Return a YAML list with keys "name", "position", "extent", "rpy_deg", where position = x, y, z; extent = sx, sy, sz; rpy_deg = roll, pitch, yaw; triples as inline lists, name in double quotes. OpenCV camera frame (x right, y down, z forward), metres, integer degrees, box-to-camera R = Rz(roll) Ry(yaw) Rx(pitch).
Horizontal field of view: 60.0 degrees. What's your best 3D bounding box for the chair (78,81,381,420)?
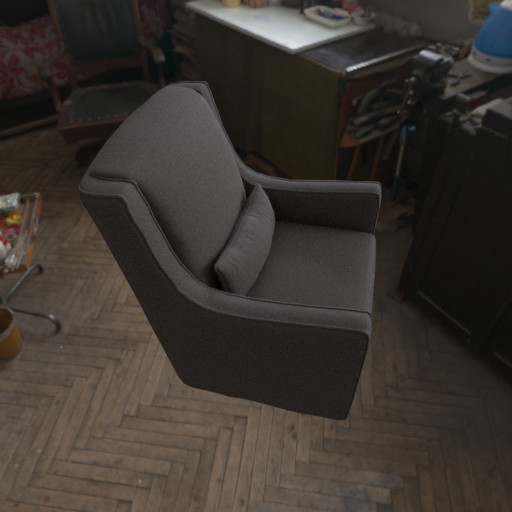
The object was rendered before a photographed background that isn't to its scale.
- name: "chair"
  position: [0.000, 0.000, 1.621]
  extent: [0.879, 0.993, 0.732]
  rpy_deg: [10, 46, 10]
